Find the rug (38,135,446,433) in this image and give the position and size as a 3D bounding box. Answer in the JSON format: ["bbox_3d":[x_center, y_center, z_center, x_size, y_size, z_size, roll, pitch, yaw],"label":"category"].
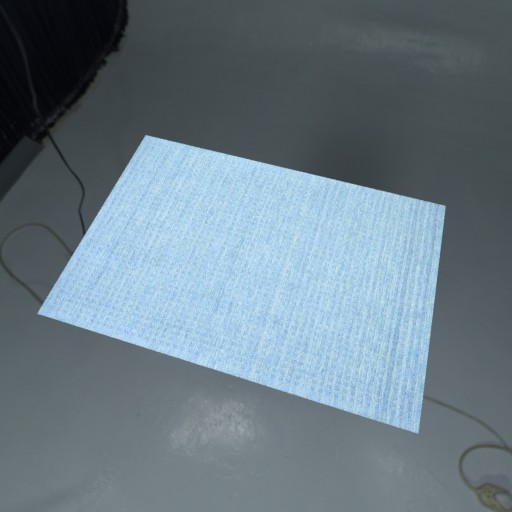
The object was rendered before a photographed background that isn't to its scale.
[{"bbox_3d":[0.000,0.000,3.663,2.895,0.006,1.982,15,61,9],"label":"rug"}]
